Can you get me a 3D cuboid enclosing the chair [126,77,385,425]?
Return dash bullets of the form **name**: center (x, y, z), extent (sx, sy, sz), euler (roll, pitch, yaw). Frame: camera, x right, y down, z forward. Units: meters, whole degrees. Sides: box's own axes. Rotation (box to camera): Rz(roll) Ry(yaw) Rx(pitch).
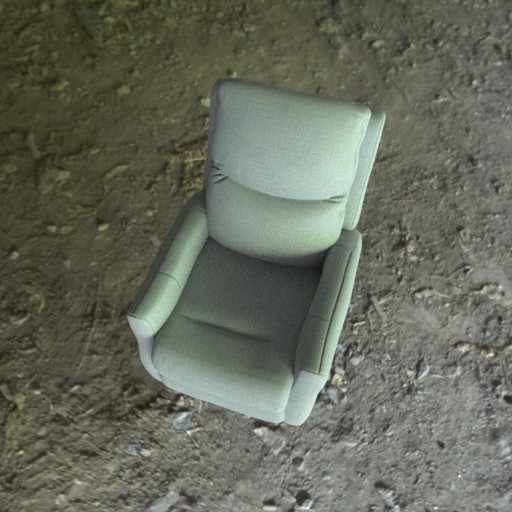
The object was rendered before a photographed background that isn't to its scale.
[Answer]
- **chair**: center (0.000, 0.000, 1.830), extent (0.829, 1.030, 1.080), euler (15, 59, 10)
